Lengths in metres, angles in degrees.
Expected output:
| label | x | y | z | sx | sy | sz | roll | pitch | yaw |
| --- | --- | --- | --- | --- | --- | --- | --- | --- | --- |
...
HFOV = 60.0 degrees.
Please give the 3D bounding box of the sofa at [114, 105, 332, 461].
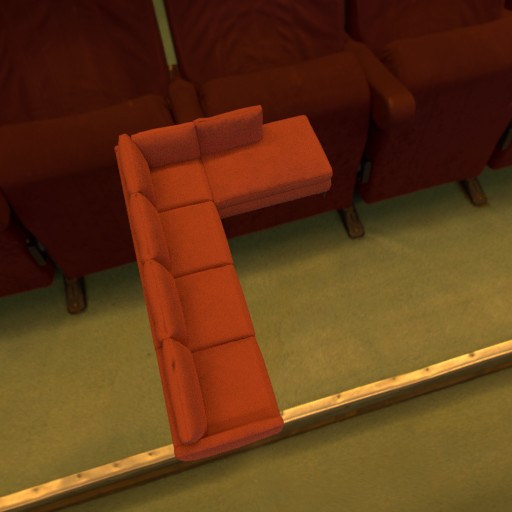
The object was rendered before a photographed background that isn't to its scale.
| label | x | y | z | sx | sy | sz | roll | pitch | yaw |
| --- | --- | --- | --- | --- | --- | --- | --- | --- | --- |
| sofa | 0.000 | 0.000 | 3.691 | 1.879 | 0.757 | 2.736 | -15 | 64 | -7 |
